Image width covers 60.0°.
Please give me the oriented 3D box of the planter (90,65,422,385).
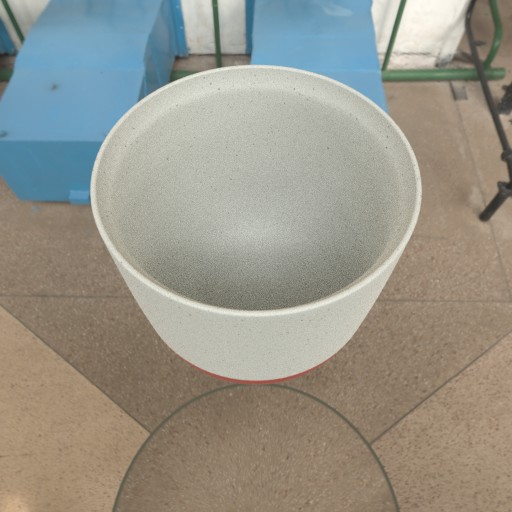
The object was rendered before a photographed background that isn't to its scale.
[{"bbox_3d":[0.000,0.000,0.367,0.204,0.214,0.204,0,58,0],"label":"planter"}]
